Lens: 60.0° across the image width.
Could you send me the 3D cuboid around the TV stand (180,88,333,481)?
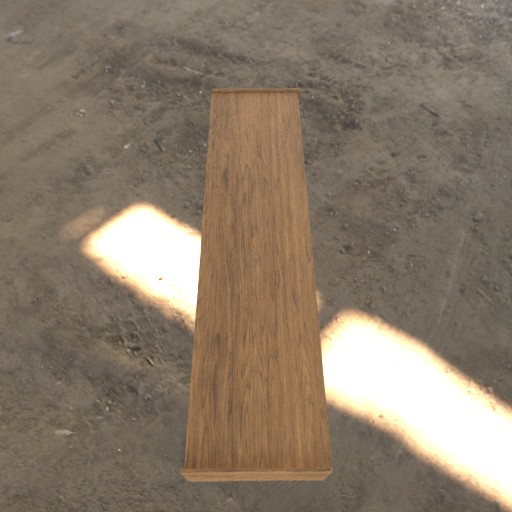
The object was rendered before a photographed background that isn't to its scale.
[{"bbox_3d":[0.000,0.000,1.978,0.467,0.415,1.796,0,57,0],"label":"TV stand"}]
